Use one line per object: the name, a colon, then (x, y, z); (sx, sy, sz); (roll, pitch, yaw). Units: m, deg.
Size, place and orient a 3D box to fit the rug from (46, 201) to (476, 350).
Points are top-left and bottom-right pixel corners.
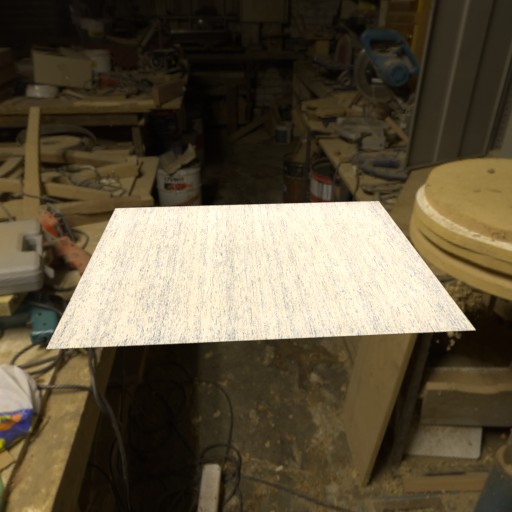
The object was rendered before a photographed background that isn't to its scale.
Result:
rug: (0.000, 0.000, 4.336); (3.197, 0.006, 2.438); (-2, 31, -3)
